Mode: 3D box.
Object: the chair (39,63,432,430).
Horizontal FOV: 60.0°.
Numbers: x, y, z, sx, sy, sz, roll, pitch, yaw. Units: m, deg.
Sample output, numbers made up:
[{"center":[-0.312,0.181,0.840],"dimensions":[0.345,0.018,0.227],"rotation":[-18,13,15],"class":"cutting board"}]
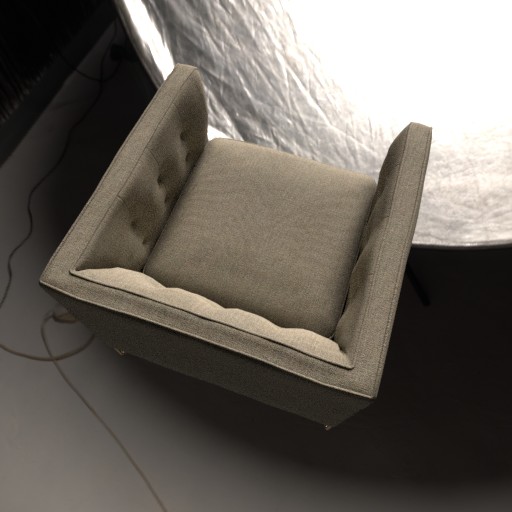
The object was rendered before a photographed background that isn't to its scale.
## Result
[{"center":[0.000,0.000,1.610],"dimensions":[0.920,0.799,0.912],"rotation":[17,65,9],"class":"chair"}]
